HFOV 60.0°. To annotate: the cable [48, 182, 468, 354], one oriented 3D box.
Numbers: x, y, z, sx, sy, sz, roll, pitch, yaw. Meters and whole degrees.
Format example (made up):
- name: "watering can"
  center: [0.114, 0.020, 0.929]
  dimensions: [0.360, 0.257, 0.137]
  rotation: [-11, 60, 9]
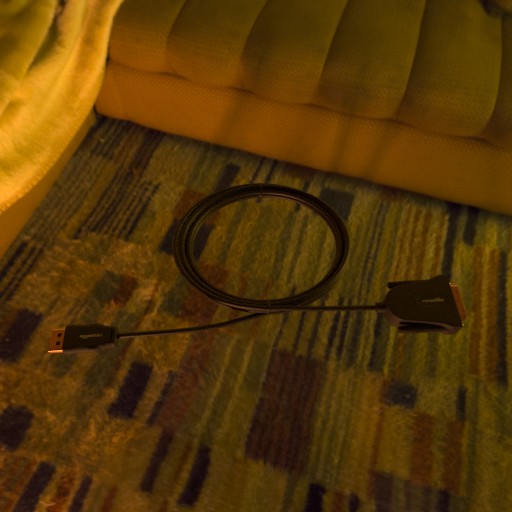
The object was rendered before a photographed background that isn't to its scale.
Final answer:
- name: "cable"
  center: [0.000, 0.000, 0.331]
  dimensions: [0.281, 0.015, 0.136]
  rotation: [-3, 59, -2]
